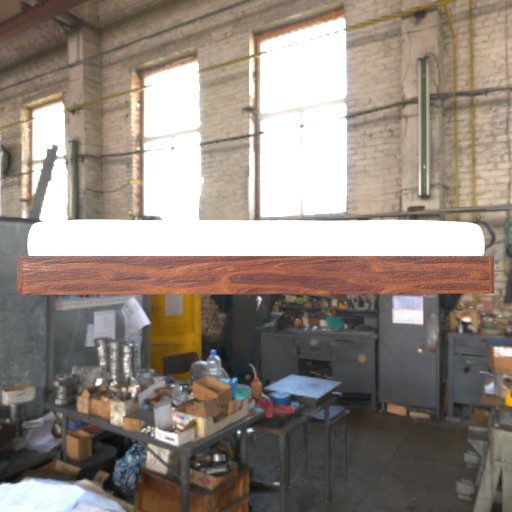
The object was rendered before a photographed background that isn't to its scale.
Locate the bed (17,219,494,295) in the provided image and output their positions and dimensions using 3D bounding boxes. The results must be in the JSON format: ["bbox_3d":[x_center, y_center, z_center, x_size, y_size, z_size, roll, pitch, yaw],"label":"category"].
[{"bbox_3d":[0.000,0.000,2.198,1.860,0.312,0.940,0,-1,-2],"label":"bed"}]
